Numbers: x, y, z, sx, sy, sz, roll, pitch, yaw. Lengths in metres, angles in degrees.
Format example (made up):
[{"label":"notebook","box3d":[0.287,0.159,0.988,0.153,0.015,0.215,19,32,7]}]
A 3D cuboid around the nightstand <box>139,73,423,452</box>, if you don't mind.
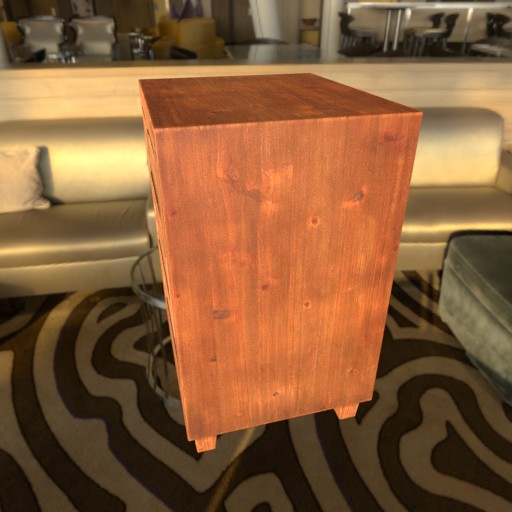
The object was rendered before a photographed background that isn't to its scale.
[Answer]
[{"label":"nightstand","box3d":[0.000,0.000,0.991,0.410,0.695,0.465,-8,30,-13]}]
